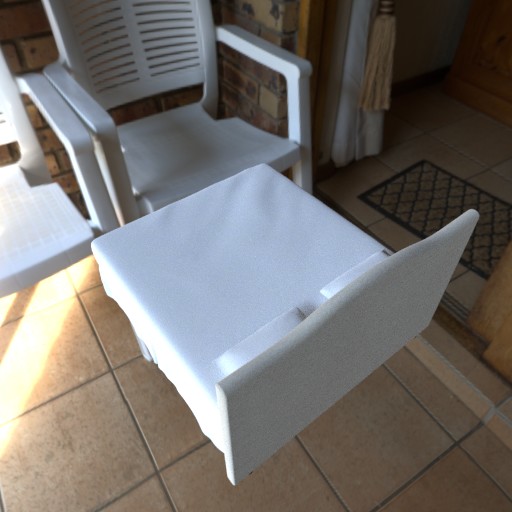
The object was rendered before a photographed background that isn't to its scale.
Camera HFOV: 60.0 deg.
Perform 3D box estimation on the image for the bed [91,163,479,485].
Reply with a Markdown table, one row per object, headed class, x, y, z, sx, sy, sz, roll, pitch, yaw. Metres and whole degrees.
| class | x | y | z | sx | sy | sz | roll | pitch | yaw |
| --- | --- | --- | --- | --- | --- | --- | --- | --- | --- |
| bed | 0.000 | 0.000 | 3.501 | 2.083 | 1.421 | 2.182 | -29 | 52 | -26 |
